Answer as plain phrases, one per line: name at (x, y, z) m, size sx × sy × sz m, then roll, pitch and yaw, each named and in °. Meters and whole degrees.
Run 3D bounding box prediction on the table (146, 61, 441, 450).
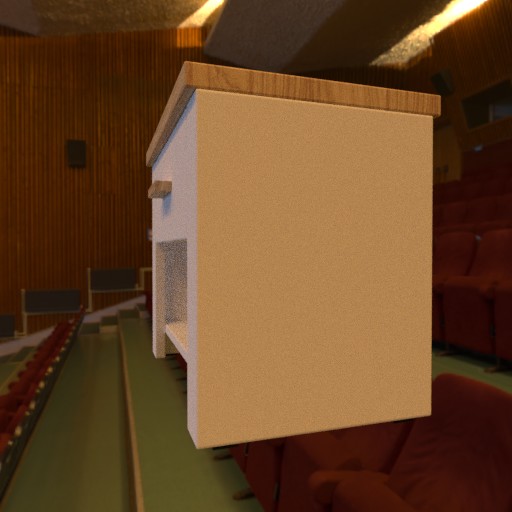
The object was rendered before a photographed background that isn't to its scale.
table at (0.000, 0.000, 0.781) m, size 0.360 × 0.440 × 0.500 m, roll 0°, pitch 1°, yaw -19°
